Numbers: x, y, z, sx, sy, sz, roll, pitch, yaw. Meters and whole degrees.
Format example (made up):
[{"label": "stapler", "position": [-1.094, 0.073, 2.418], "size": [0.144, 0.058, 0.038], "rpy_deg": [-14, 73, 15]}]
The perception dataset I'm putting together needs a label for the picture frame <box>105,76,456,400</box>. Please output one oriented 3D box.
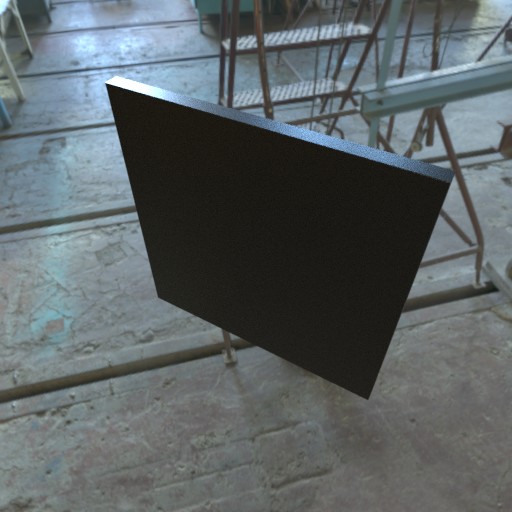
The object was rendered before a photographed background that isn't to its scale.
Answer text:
[{"label": "picture frame", "position": [0.000, 0.000, 0.840], "size": [0.559, 0.557, 0.029], "rpy_deg": [22, 49, 21]}]
